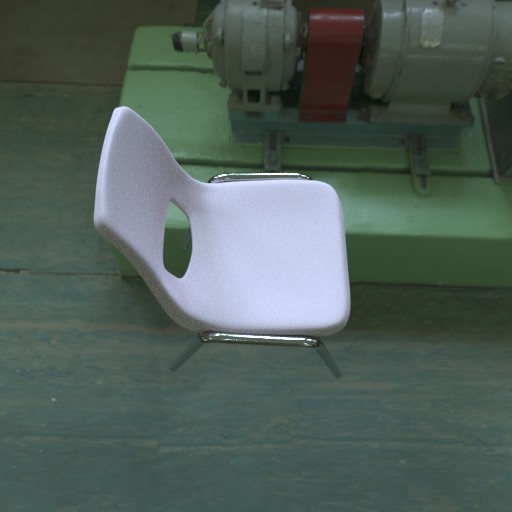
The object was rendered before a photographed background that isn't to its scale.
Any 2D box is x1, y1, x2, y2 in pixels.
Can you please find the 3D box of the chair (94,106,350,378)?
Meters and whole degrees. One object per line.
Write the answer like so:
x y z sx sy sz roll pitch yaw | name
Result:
0.000 0.000 0.903 0.436 0.653 0.381 0 65 0 | chair
